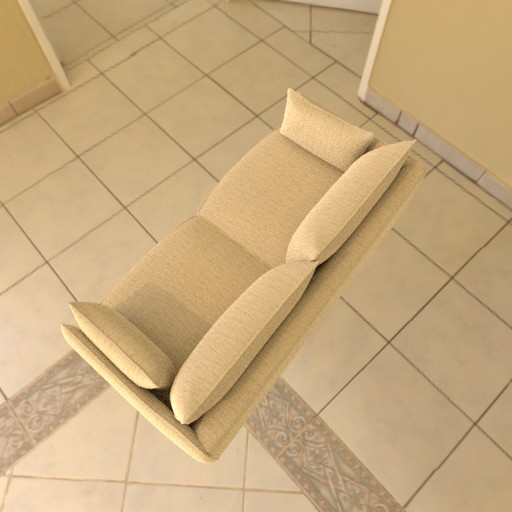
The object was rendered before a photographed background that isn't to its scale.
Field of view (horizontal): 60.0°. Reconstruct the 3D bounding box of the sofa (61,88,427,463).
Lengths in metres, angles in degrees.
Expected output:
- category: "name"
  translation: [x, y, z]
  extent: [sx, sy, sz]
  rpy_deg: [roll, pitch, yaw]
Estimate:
- category: "sofa"
  translation: [0.000, 0.000, 2.489]
  extent: [0.991, 0.860, 1.989]
  rpy_deg: [35, 69, 16]
